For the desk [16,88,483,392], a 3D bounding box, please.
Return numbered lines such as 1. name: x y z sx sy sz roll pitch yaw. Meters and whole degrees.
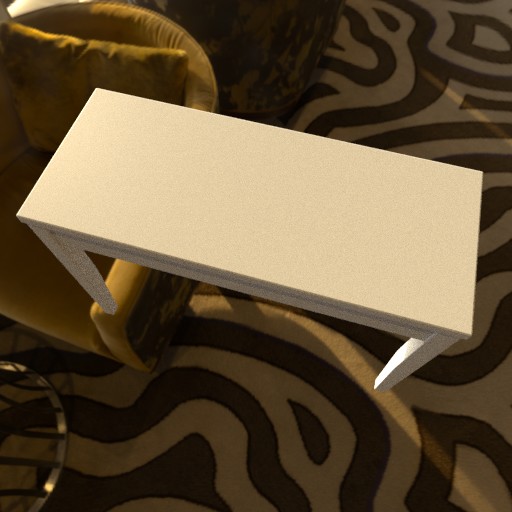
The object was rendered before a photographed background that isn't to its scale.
1. desk: 0.000 0.000 1.587 1.220 0.775 0.508 14 64 7
